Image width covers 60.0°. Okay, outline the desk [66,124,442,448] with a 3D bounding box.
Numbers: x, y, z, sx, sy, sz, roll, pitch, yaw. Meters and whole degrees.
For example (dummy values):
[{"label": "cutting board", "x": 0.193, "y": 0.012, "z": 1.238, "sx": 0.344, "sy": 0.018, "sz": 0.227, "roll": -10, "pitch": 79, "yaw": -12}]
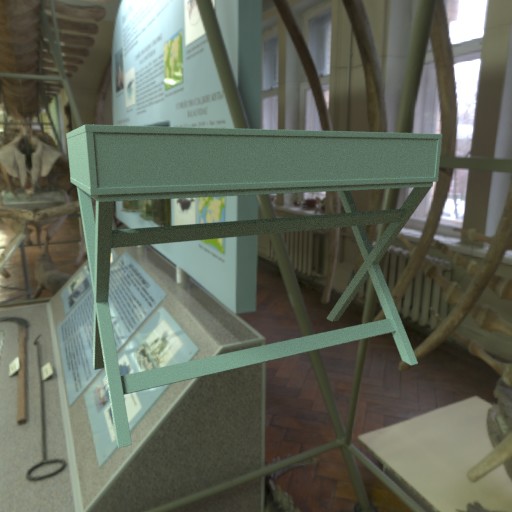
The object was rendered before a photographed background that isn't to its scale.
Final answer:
[{"label": "desk", "x": 0.000, "y": 0.000, "z": 1.468, "sx": 1.059, "sy": 0.780, "sz": 0.509, "roll": -6, "pitch": 15, "yaw": -26}]
